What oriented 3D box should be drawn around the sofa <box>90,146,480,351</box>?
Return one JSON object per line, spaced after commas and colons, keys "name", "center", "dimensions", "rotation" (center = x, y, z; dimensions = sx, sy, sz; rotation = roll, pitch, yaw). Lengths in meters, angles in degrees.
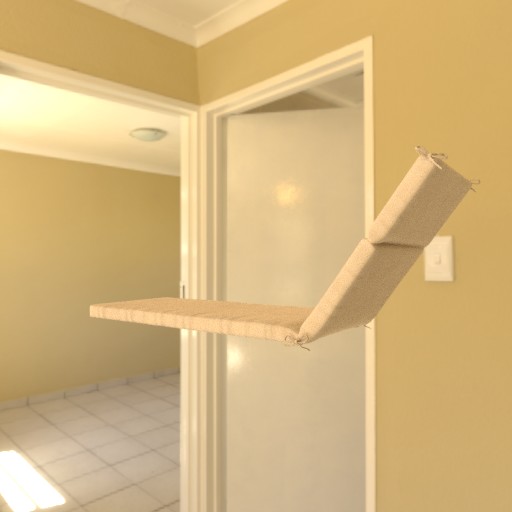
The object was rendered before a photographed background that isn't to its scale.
{"name": "sofa", "center": [0.000, 0.000, 1.905], "dimensions": [1.663, 0.622, 0.582], "rotation": [0, 0, 36]}
